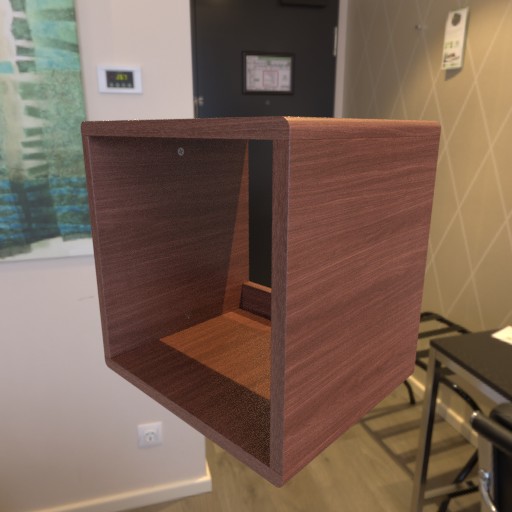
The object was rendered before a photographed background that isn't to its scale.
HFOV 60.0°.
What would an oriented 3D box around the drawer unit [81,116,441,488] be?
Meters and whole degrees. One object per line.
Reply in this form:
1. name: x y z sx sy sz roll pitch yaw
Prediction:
1. drawer unit: 0.000 0.000 0.603 0.349 0.351 0.290 15 22 42
